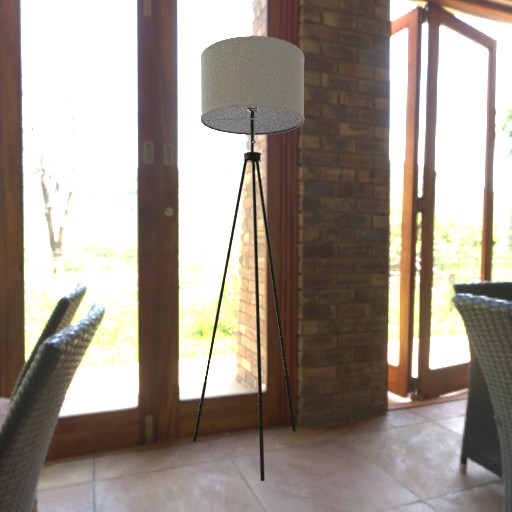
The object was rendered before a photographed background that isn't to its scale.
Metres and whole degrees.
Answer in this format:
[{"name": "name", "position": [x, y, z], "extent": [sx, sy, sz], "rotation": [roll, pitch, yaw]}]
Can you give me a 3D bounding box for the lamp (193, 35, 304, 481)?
[{"name": "lamp", "position": [0.000, 0.000, 1.742], "extent": [0.448, 1.545, 0.458], "rotation": [0, 1, -17]}]
